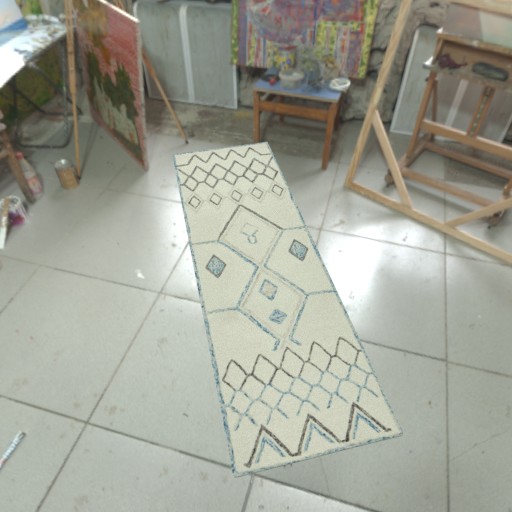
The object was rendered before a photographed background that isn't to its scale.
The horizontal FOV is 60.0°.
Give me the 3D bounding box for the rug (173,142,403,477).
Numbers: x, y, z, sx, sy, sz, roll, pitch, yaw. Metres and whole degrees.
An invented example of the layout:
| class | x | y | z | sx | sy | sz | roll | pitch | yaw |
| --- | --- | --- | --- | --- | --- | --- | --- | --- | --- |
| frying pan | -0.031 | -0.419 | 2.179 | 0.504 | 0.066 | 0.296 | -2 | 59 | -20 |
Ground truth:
| class | x | y | z | sx | sy | sz | roll | pitch | yaw |
| --- | --- | --- | --- | --- | --- | --- | --- | --- | --- |
| rug | 0.000 | 0.000 | 2.719 | 0.770 | 0.013 | 2.434 | -10 | 47 | -9 |
